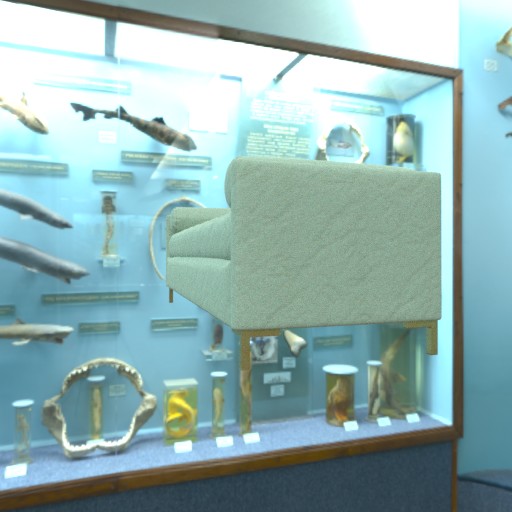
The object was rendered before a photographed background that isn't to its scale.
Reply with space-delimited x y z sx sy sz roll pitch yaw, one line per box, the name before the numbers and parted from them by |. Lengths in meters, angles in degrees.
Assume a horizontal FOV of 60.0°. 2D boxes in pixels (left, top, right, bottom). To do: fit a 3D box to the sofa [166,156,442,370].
sofa | 0.000 0.000 2.462 0.796 0.705 2.102 0 0 -17
